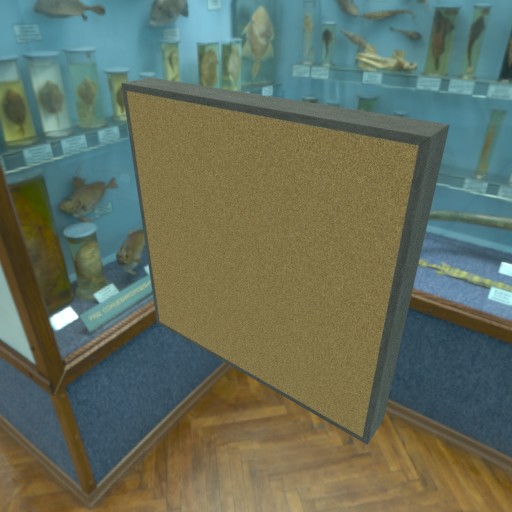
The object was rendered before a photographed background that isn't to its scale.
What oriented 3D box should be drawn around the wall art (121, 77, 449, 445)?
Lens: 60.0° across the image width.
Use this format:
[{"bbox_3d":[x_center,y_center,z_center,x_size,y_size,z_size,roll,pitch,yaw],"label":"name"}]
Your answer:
[{"bbox_3d":[0.000,0.000,0.445,0.303,0.302,0.038,22,37,31],"label":"wall art"}]
